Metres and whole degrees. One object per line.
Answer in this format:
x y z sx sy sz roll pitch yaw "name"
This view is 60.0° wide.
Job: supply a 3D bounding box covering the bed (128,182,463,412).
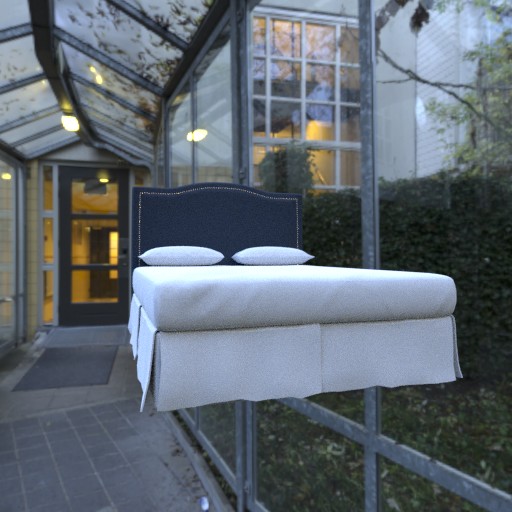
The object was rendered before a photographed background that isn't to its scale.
0.000 0.000 3.333 1.821 1.436 2.282 0 0 -18 "bed"
